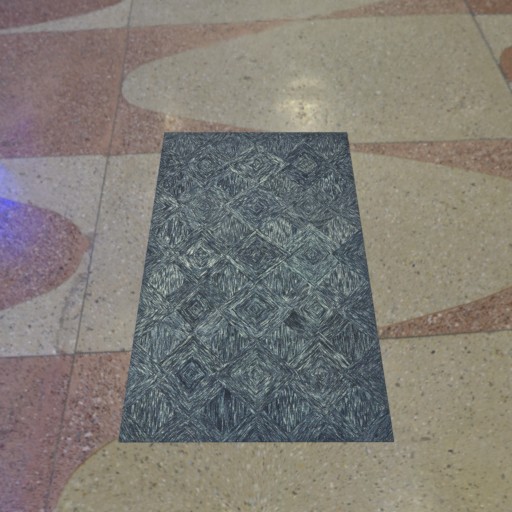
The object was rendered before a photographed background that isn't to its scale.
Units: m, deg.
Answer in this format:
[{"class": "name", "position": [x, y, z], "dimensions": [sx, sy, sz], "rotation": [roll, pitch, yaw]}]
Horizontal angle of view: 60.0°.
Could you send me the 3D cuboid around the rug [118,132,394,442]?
[{"class": "rug", "position": [0.000, 0.000, 2.974], "dimensions": [1.478, 0.017, 2.330], "rotation": [0, 59, 0]}]
